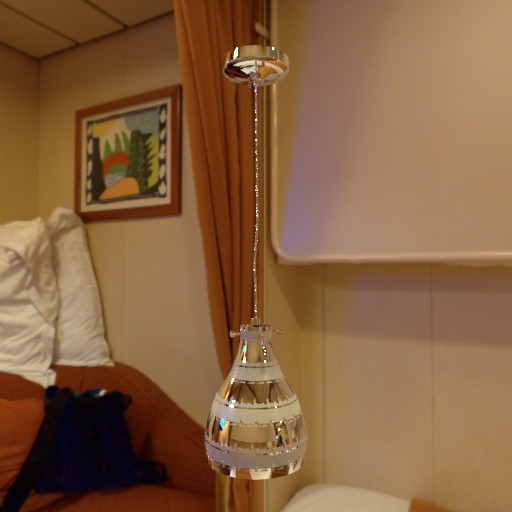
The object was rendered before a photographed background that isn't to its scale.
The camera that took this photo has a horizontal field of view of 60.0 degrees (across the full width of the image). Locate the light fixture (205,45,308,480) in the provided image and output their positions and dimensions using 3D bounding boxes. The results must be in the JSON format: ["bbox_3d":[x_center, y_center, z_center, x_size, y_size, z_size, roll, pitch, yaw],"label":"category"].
[{"bbox_3d":[0.000,0.000,1.635,0.374,1.457,0.374,1,-3,-17],"label":"light fixture"}]
